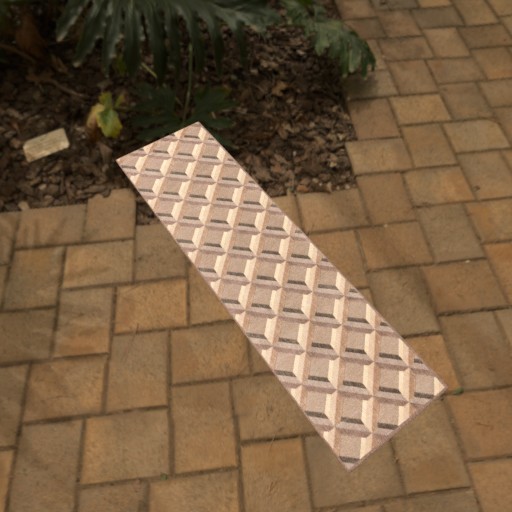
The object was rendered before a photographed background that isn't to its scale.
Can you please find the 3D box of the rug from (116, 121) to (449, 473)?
[{"bbox_3d":[0.000,0.000,2.679,0.685,0.013,2.437,-31,63,-18],"label":"rug"}]
